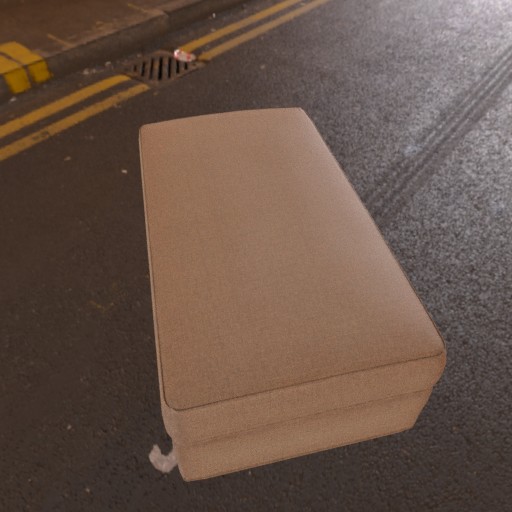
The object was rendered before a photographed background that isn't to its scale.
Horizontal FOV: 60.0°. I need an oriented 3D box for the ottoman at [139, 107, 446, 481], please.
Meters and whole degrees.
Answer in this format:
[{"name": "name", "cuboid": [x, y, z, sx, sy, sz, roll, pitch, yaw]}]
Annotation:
[{"name": "ottoman", "cuboid": [0.000, 0.000, 1.364, 0.617, 0.448, 1.097, -9, 47, -9]}]
